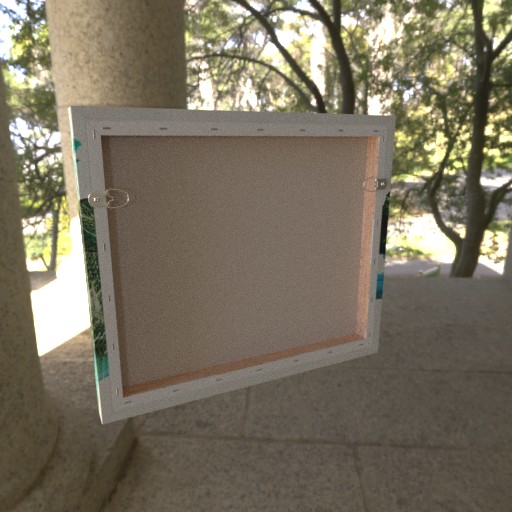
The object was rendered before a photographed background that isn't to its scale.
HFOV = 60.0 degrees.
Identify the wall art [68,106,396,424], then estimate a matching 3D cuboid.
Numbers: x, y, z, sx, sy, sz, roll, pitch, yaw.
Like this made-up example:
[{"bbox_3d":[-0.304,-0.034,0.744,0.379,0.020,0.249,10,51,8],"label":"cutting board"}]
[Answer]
[{"bbox_3d":[0.000,0.000,0.703,0.507,0.435,0.041,-7,16,-25],"label":"wall art"}]
